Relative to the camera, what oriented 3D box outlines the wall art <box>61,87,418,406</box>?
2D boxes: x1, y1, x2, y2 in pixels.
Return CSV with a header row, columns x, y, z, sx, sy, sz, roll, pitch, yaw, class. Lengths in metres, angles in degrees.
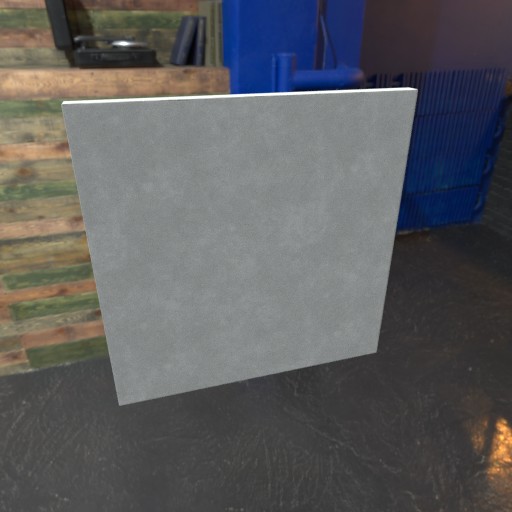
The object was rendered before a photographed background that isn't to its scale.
x,y,z,sx,sy,sz,roll,pitch,yaw,class
0.000,0.000,0.439,0.303,0.303,0.015,-8,28,-15,wall art
